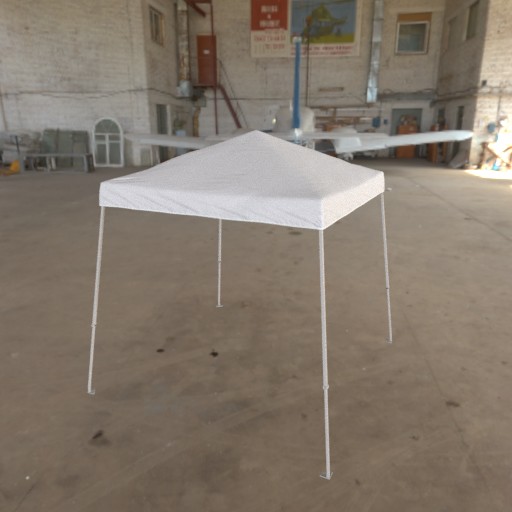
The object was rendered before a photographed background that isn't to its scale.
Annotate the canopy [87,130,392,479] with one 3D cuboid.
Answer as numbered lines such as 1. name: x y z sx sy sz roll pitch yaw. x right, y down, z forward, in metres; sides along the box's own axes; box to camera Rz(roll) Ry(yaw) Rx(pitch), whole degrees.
1. canopy: 0.000 0.000 5.215 2.849 2.849 2.848 8 18 26
